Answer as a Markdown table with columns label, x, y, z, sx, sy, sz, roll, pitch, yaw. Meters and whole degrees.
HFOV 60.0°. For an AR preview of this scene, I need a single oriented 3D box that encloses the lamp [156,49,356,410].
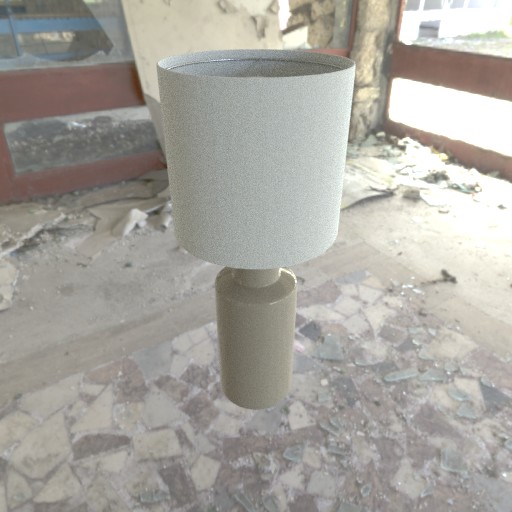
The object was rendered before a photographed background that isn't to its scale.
| label | x | y | z | sx | sy | sz | roll | pitch | yaw |
| --- | --- | --- | --- | --- | --- | --- | --- | --- | --- |
| lamp | 0.000 | 0.000 | 0.606 | 0.212 | 0.493 | 0.212 | 2 | 31 | 3 |
